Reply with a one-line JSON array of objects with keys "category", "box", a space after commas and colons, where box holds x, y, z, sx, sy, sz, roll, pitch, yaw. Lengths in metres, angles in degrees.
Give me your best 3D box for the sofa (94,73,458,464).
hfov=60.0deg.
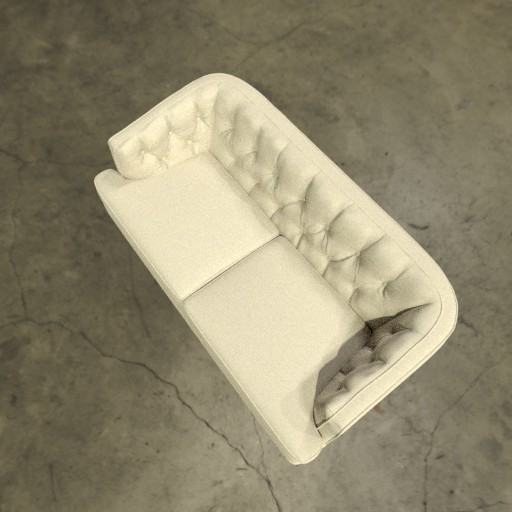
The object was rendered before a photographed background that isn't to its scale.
[{"category": "sofa", "box": [0.000, 0.000, 2.217, 0.941, 0.855, 1.733, -34, 69, -16]}]
